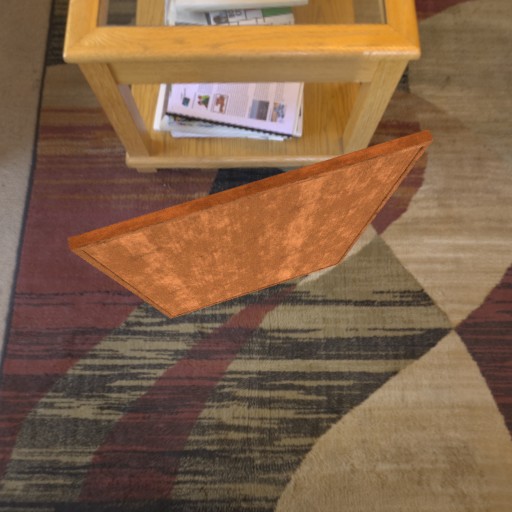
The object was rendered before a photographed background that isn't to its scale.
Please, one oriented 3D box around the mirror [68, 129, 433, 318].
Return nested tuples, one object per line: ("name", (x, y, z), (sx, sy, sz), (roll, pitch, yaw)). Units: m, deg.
("mirror", (0.000, 0.000, 1.453), (0.796, 1.099, 0.028), (-18, 76, -5))
